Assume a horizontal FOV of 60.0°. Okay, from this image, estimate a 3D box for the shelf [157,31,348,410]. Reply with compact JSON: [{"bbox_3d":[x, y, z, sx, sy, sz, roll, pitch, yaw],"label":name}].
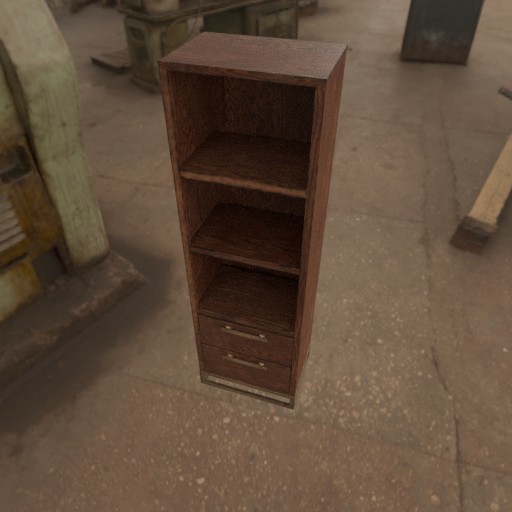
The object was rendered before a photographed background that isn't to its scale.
[{"bbox_3d":[0.000,0.000,2.002,0.539,1.732,0.395,12,42,14],"label":"shelf"}]
